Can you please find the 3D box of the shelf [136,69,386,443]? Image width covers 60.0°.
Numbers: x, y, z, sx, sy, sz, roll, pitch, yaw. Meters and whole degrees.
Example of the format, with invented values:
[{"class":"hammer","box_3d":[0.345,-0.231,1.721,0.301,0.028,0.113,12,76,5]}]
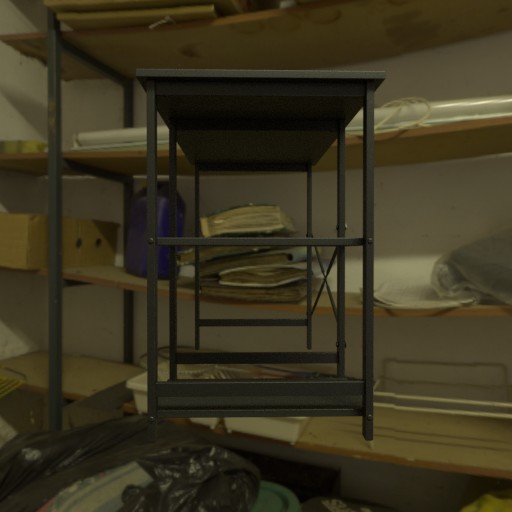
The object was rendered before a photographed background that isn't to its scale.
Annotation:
[{"class":"shelf","box_3d":[0.000,0.000,1.335,0.498,0.749,0.902,0,1,-1]}]
